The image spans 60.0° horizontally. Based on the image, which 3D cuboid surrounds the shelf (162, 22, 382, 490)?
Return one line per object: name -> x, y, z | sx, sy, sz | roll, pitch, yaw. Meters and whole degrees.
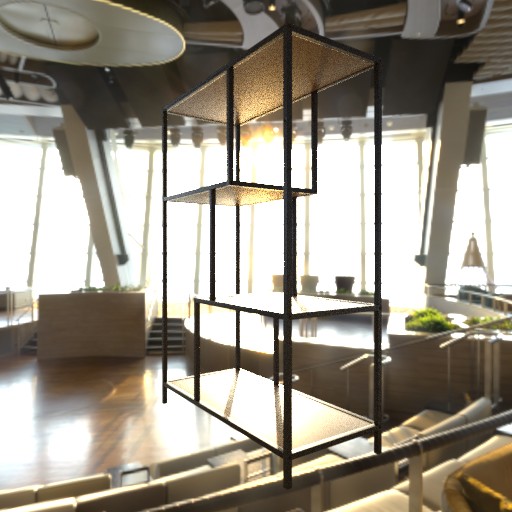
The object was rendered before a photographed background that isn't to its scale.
shelf -> 0.000, 0.000, 1.494 | 0.350, 1.138, 0.770 | 0, 0, -35
